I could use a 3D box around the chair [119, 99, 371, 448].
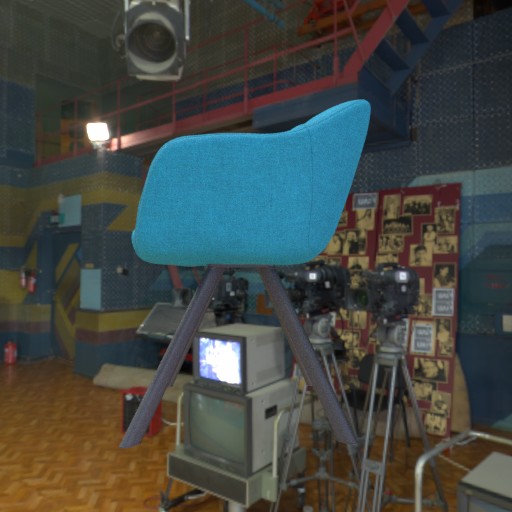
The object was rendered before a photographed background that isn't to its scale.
[{"bbox_3d":[0.000,0.000,1.142,0.565,0.775,0.545,0,-1,-2],"label":"chair"}]
